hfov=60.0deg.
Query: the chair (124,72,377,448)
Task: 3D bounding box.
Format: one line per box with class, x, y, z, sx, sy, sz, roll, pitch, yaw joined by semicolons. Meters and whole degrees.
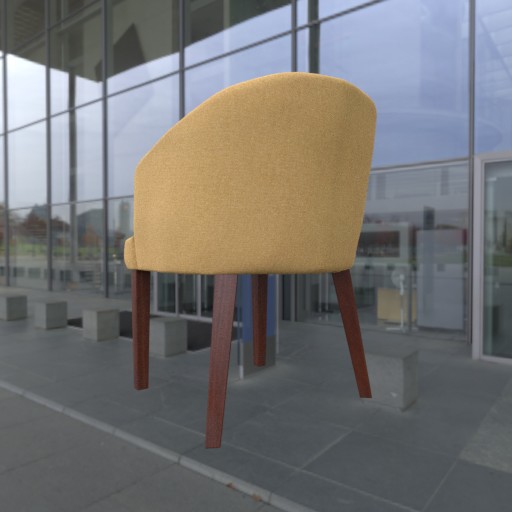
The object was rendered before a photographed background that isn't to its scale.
chair;0.000;0.000;1.251;0.583;0.811;0.655;-1;1;-37
